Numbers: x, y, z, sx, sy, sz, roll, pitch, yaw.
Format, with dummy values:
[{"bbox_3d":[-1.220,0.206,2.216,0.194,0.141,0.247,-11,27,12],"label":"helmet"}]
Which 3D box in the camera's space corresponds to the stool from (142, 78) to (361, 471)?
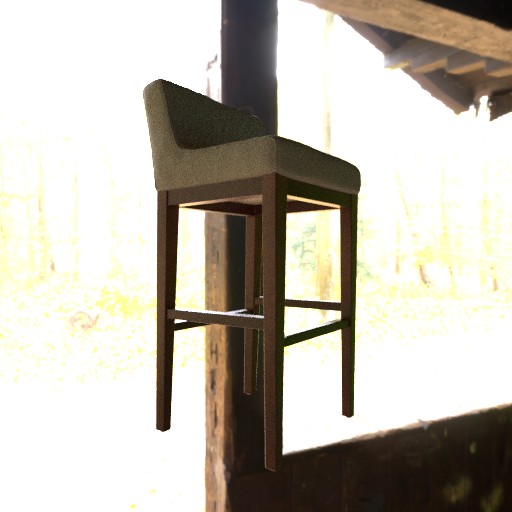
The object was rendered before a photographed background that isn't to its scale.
[{"bbox_3d":[0.000,0.000,1.373,0.500,1.037,0.511,0,0,36],"label":"stool"}]
